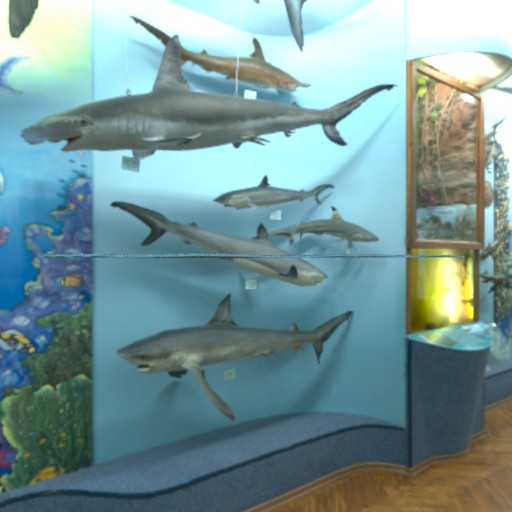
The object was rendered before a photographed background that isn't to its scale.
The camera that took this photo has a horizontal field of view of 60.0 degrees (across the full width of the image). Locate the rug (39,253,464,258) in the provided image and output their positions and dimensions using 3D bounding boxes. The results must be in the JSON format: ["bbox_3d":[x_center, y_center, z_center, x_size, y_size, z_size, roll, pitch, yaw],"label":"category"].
[{"bbox_3d":[0.000,0.000,2.267,1.847,0.014,1.195,0,0,-35],"label":"rug"}]
